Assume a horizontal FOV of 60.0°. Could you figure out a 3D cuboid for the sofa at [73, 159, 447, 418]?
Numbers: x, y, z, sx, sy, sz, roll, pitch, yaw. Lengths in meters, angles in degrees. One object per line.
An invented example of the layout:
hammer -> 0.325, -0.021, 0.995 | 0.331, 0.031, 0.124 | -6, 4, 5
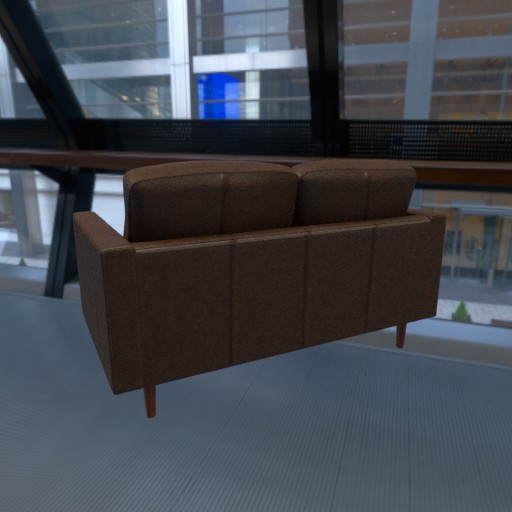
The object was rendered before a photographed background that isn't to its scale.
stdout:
sofa -> 0.000, 0.000, 2.189 | 1.578, 0.951, 0.909 | -7, 16, -27
